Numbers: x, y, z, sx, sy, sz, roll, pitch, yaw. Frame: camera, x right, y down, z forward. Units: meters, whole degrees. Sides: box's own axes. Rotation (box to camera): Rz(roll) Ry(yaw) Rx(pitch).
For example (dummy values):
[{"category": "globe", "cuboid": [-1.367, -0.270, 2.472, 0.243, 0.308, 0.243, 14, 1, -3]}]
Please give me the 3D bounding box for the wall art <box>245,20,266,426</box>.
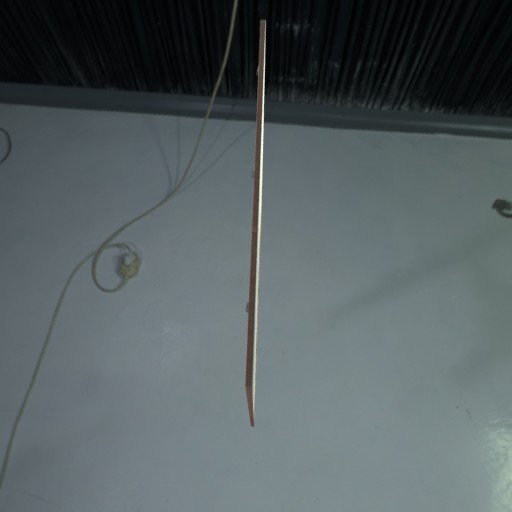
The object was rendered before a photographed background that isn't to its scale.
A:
[{"category": "wall art", "cuboid": [0.000, 0.000, 1.347, 0.018, 0.904, 0.906, 2, 65, 1]}]
